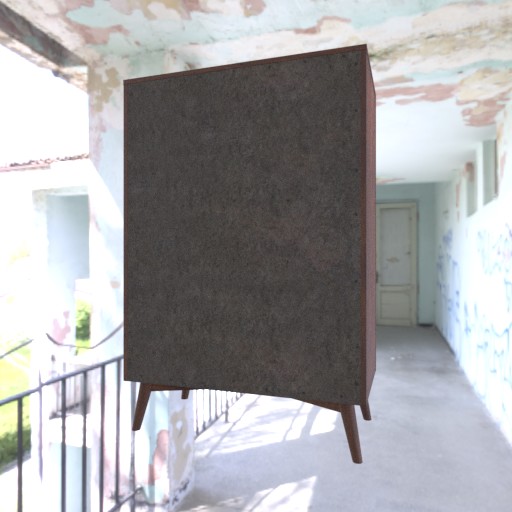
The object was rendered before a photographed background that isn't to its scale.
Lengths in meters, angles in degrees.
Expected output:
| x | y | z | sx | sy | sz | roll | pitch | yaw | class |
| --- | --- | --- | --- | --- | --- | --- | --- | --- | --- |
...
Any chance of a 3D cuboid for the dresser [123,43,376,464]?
| x | y | z | sx | sy | sz | roll | pitch | yaw | class |
| --- | --- | --- | --- | --- | --- | --- | --- | --- | --- |
| 0.000 | 0.000 | 1.808 | 0.919 | 1.365 | 0.498 | 0 | 0 | 19 | dresser |
